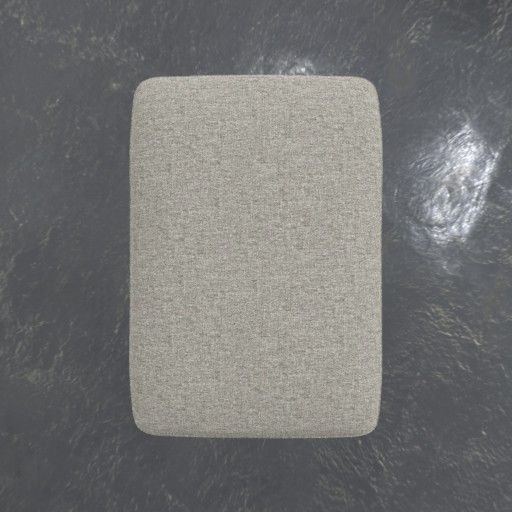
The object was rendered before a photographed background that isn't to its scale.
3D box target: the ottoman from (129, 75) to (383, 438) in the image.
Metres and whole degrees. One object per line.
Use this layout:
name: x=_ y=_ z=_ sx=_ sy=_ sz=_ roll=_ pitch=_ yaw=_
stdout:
ottoman: x=0.000 y=0.000 z=1.328 sx=0.694 sy=0.451 sz=0.977 roll=0 pitch=89 yaw=0
